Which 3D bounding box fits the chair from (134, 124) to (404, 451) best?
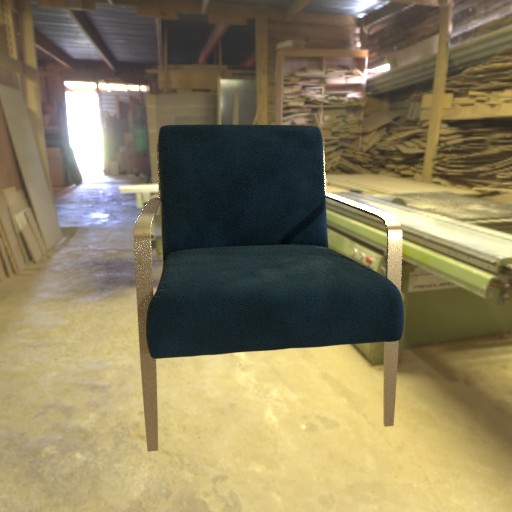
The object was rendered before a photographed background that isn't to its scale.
[{"bbox_3d":[0.000,0.000,1.434,0.692,0.831,0.859,-2,15,-9],"label":"chair"}]
